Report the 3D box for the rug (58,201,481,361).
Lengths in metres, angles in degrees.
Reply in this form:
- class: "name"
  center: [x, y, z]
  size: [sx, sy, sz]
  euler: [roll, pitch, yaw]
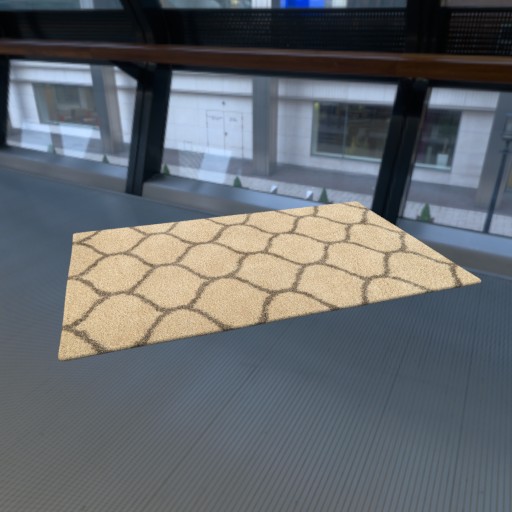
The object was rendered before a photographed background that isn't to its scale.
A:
- class: "rug"
  center: [0.000, 0.000, 2.947]
  size: [2.348, 0.024, 1.501]
  euler: [-8, 27, -16]
